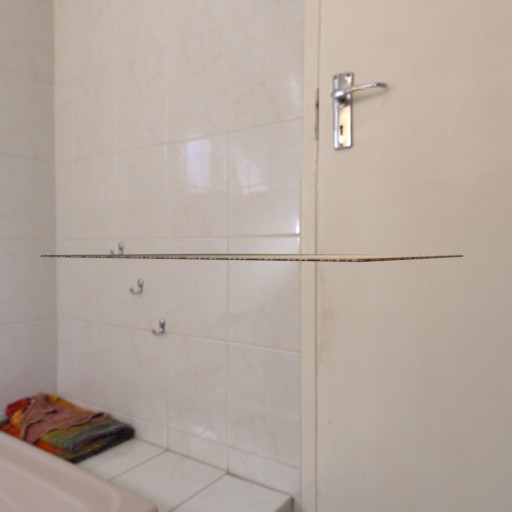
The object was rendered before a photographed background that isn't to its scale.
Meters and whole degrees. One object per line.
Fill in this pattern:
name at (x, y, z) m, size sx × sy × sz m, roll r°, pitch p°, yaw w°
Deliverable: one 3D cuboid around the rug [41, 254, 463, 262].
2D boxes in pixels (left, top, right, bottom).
rug at (0.000, 0.000, 3.852) m, size 2.902 × 0.017 × 2.305 m, roll 0°, pitch 1°, yaw 36°
